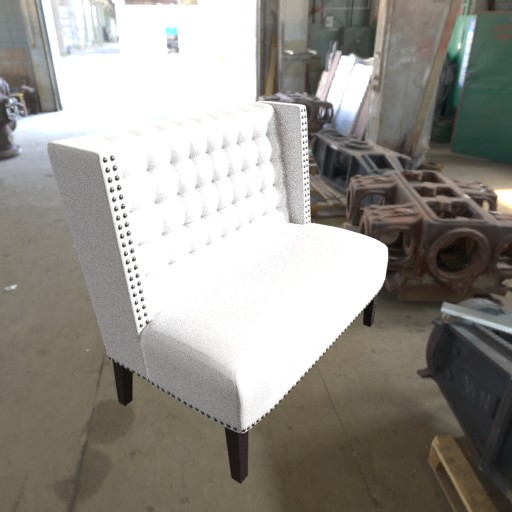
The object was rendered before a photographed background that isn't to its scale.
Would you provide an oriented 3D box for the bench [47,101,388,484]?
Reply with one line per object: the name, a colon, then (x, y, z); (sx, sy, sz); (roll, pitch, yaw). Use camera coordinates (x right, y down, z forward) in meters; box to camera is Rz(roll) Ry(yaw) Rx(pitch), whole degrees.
bench: (0.000, 0.000, 1.973); (0.847, 1.123, 1.280); (18, 32, 31)
